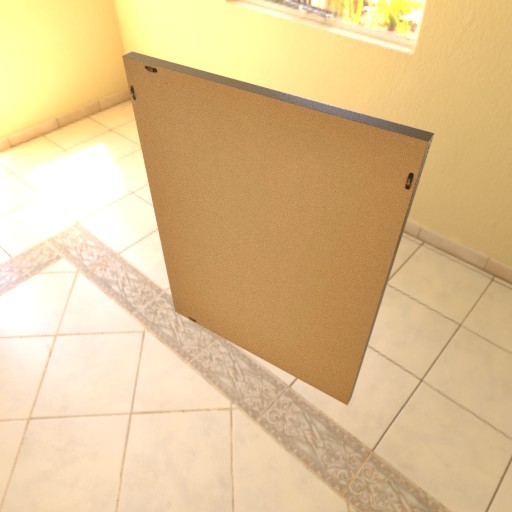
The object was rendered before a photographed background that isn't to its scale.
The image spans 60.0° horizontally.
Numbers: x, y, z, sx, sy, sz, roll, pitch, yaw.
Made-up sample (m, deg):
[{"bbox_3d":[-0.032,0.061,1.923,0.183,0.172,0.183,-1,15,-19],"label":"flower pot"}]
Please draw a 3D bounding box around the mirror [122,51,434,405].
[{"bbox_3d":[0.000,0.000,1.317,0.762,1.016,0.041,24,50,22],"label":"mirror"}]
